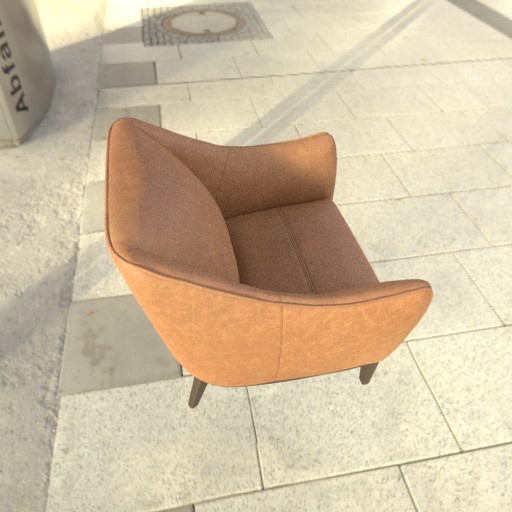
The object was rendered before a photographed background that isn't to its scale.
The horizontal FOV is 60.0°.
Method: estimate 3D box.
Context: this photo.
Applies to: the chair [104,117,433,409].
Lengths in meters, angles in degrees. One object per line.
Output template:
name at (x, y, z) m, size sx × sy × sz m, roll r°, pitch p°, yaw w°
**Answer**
chair at (0.000, 0.000, 1.567) m, size 0.852 × 0.830 × 0.871 m, roll -9°, pitch 46°, yaw -9°
